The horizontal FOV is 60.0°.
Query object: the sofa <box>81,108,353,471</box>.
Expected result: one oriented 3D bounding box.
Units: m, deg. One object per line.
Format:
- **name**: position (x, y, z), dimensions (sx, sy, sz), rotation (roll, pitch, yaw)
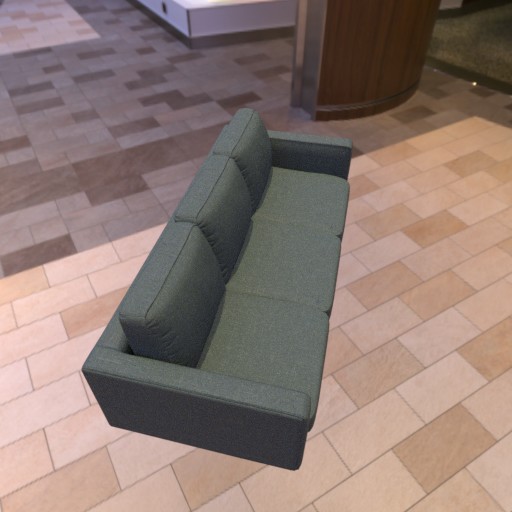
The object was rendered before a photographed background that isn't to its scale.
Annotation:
- **sofa**: position (0.000, 0.000, 2.514), dimensions (0.935, 0.945, 2.013), rotation (10, 45, 10)
